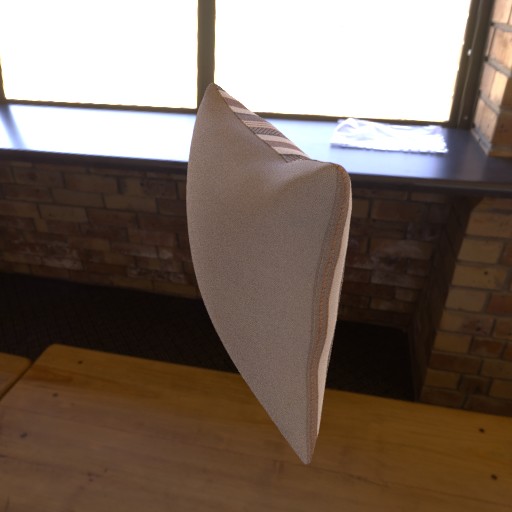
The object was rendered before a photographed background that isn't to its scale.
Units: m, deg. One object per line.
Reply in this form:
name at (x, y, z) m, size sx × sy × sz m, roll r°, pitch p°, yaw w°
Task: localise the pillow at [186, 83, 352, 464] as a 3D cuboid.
pillow at (0.000, 0.000, 0.627) m, size 0.173 × 0.401 × 0.416 m, roll -10°, pitch 32°, yaw -16°
